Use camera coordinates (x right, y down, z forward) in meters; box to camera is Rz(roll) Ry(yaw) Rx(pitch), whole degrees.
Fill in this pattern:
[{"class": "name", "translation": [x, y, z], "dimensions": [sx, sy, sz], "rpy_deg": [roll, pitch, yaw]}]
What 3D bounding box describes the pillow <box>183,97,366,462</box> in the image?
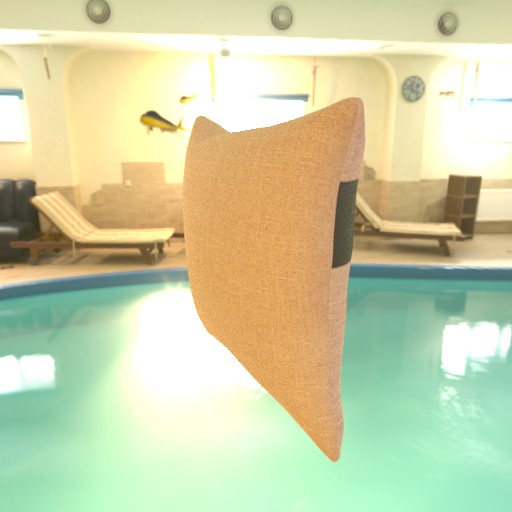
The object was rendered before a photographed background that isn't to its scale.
[{"class": "pillow", "translation": [0.000, 0.000, 0.631], "dimensions": [0.173, 0.399, 0.414], "rpy_deg": [-8, 17, -26]}]
